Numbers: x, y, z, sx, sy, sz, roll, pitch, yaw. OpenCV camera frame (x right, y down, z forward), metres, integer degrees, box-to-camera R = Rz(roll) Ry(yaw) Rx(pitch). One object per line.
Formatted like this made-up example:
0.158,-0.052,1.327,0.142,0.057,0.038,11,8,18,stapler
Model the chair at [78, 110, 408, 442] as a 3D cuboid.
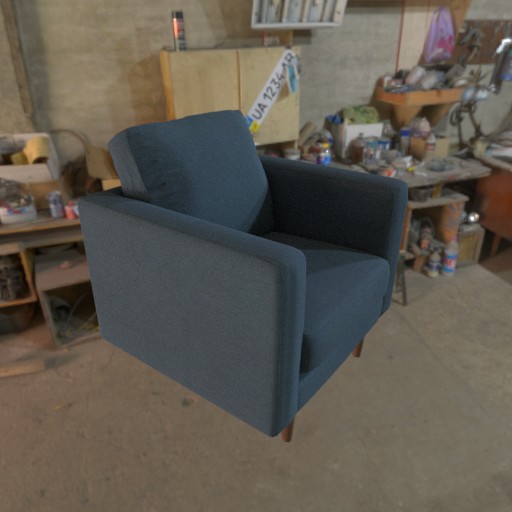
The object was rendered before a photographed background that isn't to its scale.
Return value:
0.000,0.000,1.588,0.820,0.922,0.855,18,31,32,chair
